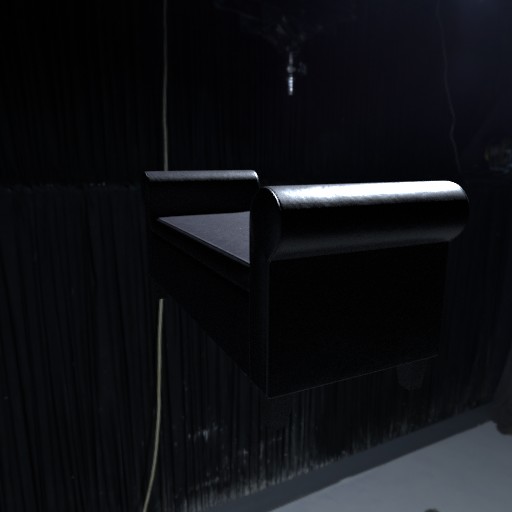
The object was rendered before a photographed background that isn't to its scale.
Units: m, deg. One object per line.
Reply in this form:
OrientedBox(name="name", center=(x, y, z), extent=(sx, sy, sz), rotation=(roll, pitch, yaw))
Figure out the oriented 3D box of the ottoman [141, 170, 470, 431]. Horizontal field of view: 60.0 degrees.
OrientedBox(name="ottoman", center=(0.000, 0.000, 1.521), extent=(0.521, 0.547, 1.256), rotation=(-6, 14, -25))
